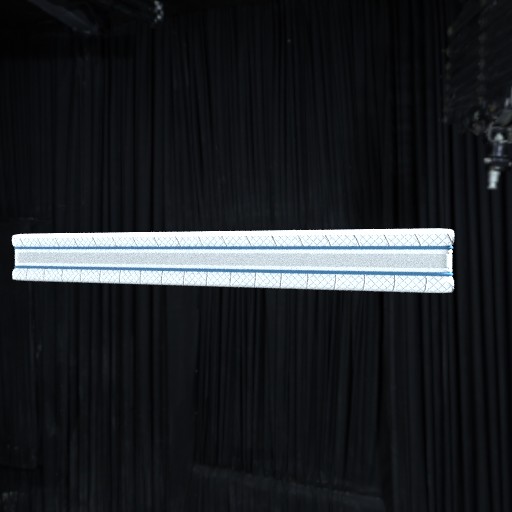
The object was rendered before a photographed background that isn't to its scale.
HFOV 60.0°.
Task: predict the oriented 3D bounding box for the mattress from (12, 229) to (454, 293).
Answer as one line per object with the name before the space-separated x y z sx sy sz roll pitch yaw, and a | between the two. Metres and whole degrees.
mattress | 0.000 0.000 2.618 2.000 0.230 1.600 0 1 19
